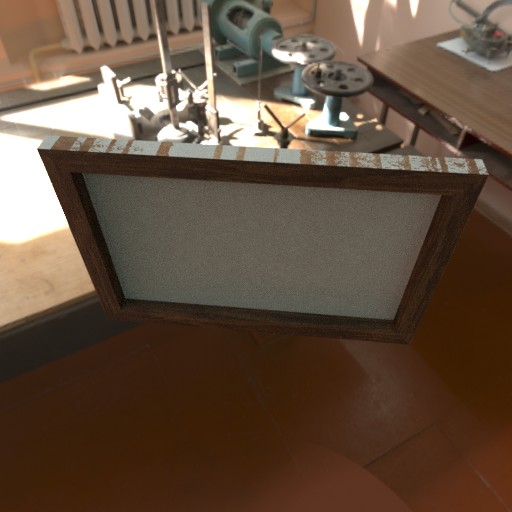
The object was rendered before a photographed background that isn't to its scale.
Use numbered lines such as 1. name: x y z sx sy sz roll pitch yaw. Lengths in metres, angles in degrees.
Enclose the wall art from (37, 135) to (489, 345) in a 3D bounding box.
1. wall art: 0.000 0.000 0.753 0.609 0.405 0.035 4 47 4
